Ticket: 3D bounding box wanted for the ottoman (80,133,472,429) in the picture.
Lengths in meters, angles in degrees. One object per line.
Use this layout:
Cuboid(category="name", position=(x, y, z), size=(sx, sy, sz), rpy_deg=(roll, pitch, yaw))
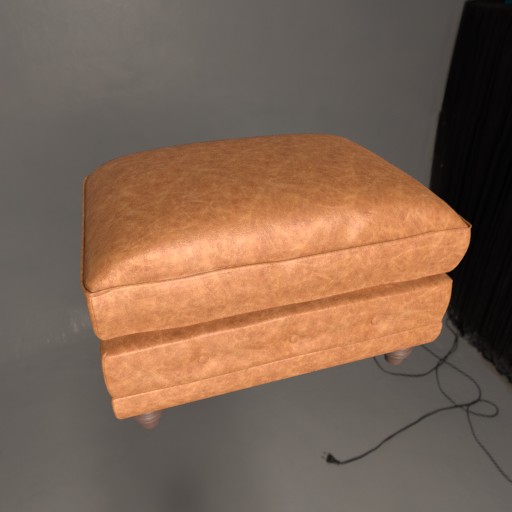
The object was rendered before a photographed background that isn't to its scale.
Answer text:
Cuboid(category="ottoman", position=(0.000, 0.000, 1.030), size=(0.710, 0.480, 0.533), rpy_deg=(-10, 33, -15))
